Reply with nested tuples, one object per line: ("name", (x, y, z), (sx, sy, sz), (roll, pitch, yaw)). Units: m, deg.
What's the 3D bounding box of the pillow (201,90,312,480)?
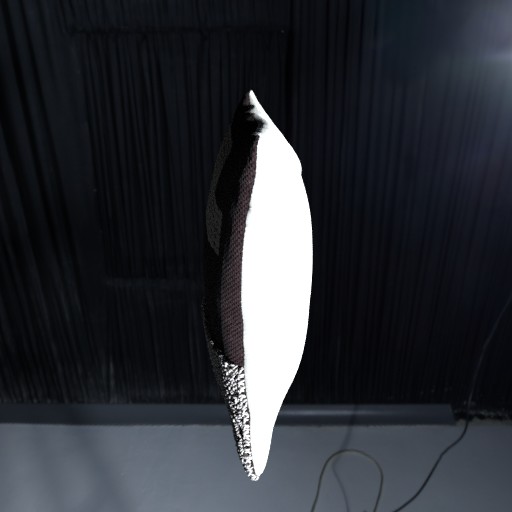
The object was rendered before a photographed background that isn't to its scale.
("pillow", (0.000, 0.000, 0.725), (0.178, 0.473, 0.475), (0, 25, 0))
